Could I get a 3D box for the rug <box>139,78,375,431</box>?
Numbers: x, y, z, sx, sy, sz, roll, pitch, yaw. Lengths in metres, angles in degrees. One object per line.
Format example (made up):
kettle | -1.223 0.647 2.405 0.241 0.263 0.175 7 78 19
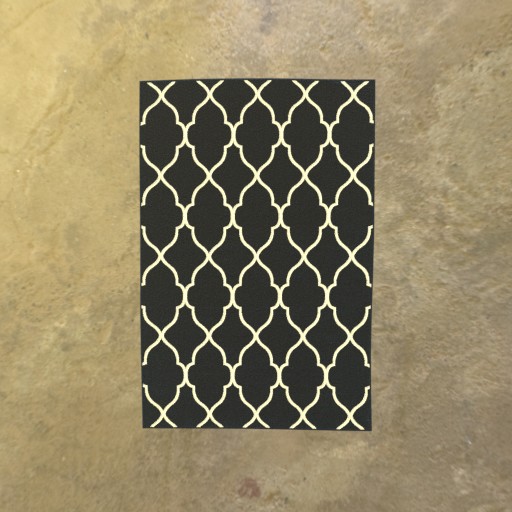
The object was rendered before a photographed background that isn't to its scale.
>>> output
rug | 0.000 0.000 2.890 1.528 0.014 2.294 0 92 2
